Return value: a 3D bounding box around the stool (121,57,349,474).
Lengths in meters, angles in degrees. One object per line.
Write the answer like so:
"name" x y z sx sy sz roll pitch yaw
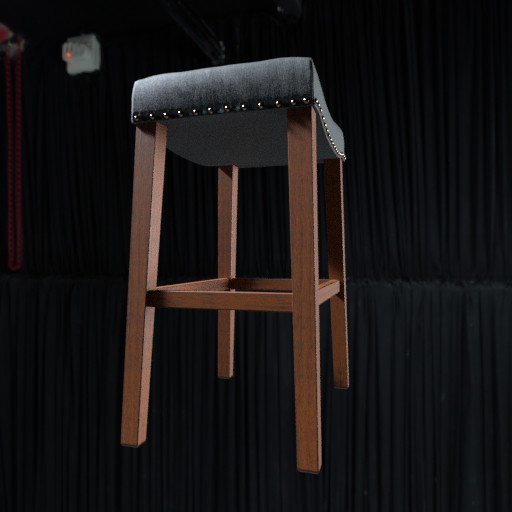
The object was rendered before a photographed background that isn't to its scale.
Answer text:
"stool" 0.000 0.000 0.876 0.320 0.612 0.439 0 0 17
